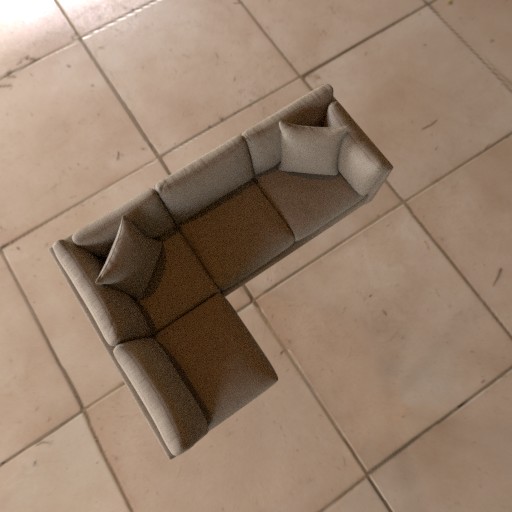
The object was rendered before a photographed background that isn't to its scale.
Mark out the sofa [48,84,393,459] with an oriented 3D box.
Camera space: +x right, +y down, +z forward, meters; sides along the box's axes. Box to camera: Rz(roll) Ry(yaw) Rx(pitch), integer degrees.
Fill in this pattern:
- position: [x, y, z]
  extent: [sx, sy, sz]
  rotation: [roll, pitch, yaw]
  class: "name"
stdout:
- position: [0.000, 0.000, 3.901]
  extent: [2.896, 0.978, 1.994]
  rotation: [-33, 76, -9]
  class: "sofa"
